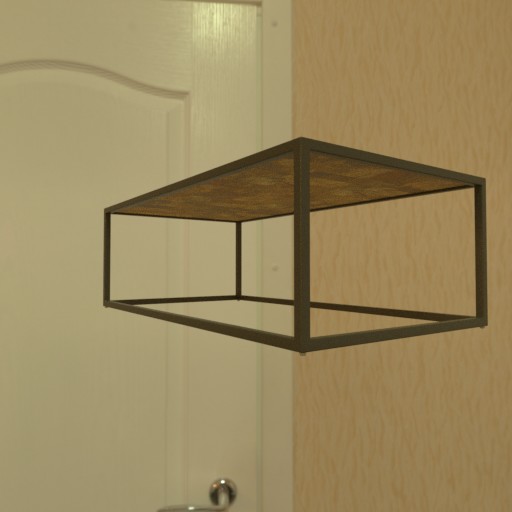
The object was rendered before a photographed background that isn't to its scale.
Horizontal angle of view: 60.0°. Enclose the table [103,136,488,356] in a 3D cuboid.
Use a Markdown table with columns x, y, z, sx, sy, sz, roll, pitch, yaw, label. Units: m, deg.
| x | y | z | sx | sy | sz | roll | pitch | yaw | label |
| --- | --- | --- | --- | --- | --- | --- | --- | --- | --- |
| 0.000 | 0.000 | 1.473 | 0.649 | 0.398 | 1.199 | 1 | -2 | -35 | table |
